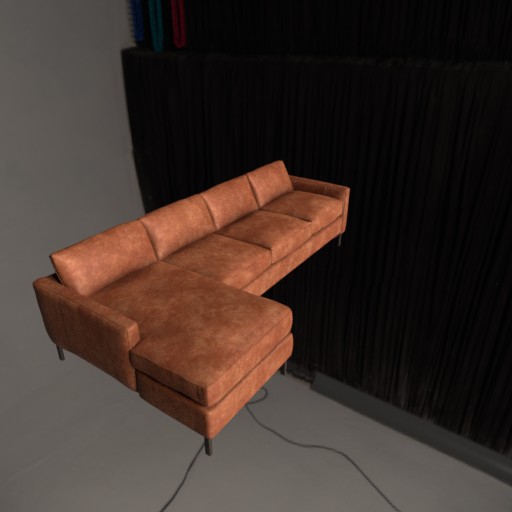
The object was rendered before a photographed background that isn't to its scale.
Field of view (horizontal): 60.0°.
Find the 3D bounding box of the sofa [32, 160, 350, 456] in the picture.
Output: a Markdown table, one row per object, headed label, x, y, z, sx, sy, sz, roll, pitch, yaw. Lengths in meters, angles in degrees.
| label | x | y | z | sx | sy | sz | roll | pitch | yaw |
| --- | --- | --- | --- | --- | --- | --- | --- | --- | --- |
| sofa | 0.000 | 0.000 | 3.668 | 1.471 | 0.859 | 2.993 | 17 | 32 | 30 |
